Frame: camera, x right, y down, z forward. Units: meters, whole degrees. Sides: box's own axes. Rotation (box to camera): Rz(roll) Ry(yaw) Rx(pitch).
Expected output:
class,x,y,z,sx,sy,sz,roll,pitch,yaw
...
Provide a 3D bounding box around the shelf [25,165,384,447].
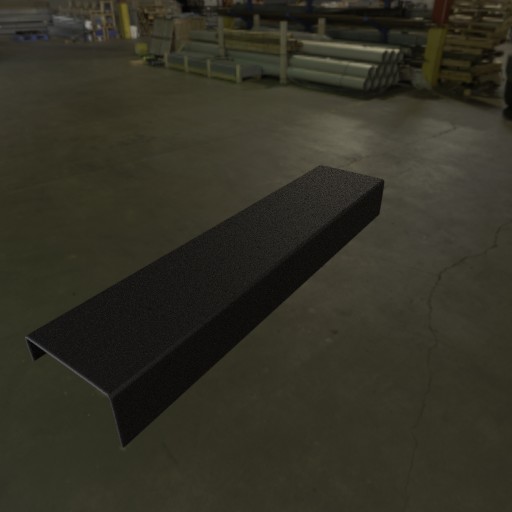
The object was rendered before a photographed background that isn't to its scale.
class,x,y,z,sx,sy,sz,roll,pitch,yaw
shelf,0.000,0.000,0.477,0.102,0.053,0.456,21,37,30
